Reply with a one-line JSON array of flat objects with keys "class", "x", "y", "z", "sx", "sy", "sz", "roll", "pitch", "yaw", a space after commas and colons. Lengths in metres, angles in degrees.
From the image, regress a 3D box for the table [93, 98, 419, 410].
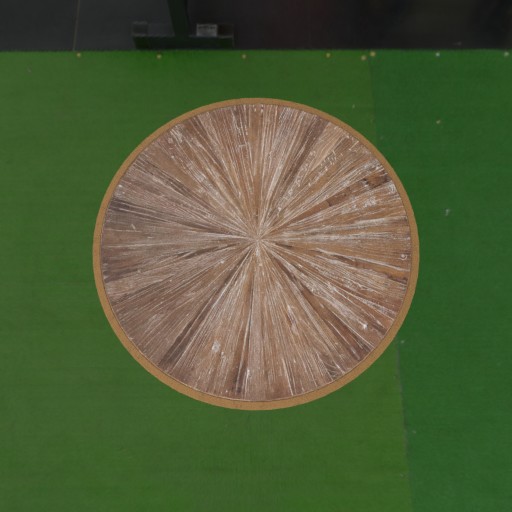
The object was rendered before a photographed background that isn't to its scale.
[{"class": "table", "x": 0.000, "y": 0.000, "z": 1.554, "sx": 1.001, "sy": 0.409, "sz": 1.001, "roll": 0, "pitch": 74, "yaw": 0}]
